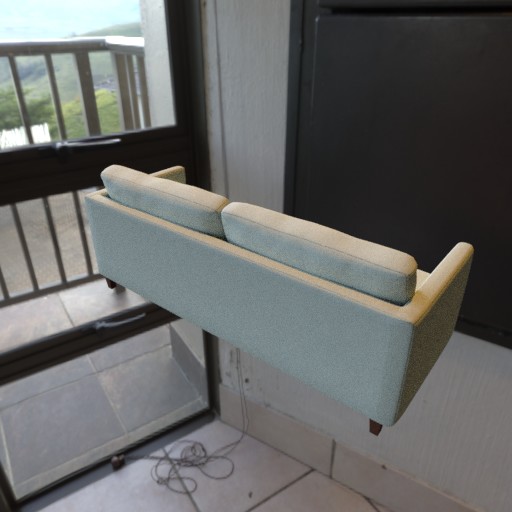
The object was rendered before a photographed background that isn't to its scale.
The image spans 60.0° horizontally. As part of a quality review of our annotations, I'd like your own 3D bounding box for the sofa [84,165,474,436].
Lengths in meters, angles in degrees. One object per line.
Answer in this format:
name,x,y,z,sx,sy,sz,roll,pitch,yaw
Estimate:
sofa,0.000,0.000,2.939,2.434,0.965,0.948,21,35,33
